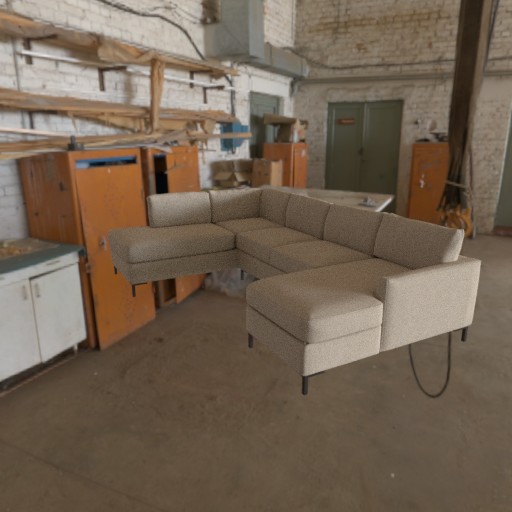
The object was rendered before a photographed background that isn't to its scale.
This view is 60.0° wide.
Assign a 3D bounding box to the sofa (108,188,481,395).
[{"bbox_3d":[0.000,0.000,3.901,1.989,0.862,2.984,-8,18,-28],"label":"sofa"}]
